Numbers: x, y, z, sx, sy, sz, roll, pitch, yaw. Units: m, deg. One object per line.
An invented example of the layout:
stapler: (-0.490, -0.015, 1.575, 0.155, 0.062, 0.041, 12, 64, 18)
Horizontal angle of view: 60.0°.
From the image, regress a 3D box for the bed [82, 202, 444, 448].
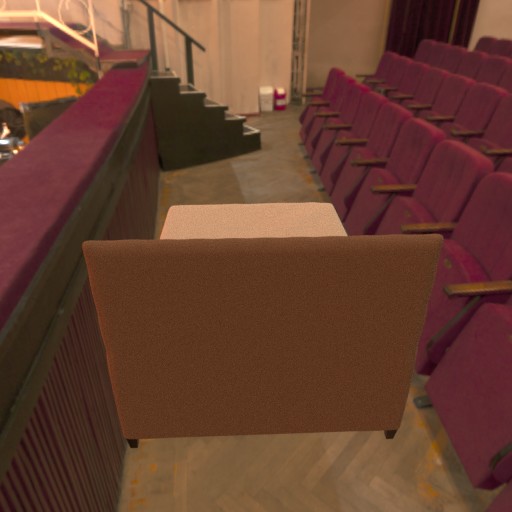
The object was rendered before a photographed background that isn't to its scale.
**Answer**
bed: (0.000, 0.000, 3.332, 1.696, 1.426, 2.233, -1, 30, -2)
